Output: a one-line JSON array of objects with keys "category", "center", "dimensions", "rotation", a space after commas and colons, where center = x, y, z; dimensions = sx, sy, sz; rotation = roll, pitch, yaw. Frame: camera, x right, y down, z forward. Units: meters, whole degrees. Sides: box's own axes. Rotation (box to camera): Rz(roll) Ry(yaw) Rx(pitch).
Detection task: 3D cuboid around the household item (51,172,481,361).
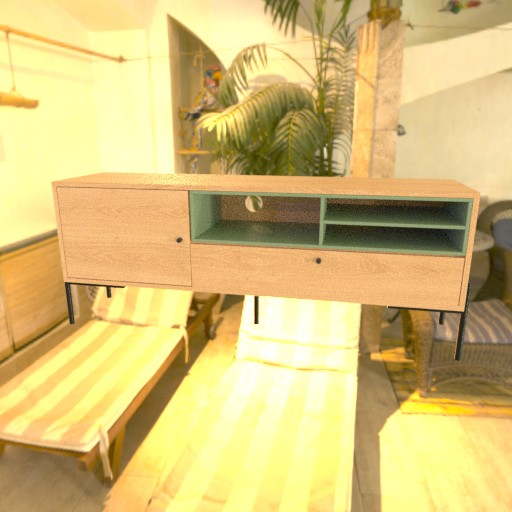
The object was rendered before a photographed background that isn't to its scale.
[{"category": "household item", "center": [0.000, 0.000, 1.782], "dimensions": [1.550, 0.600, 0.400], "rotation": [3, 16, 11]}]
